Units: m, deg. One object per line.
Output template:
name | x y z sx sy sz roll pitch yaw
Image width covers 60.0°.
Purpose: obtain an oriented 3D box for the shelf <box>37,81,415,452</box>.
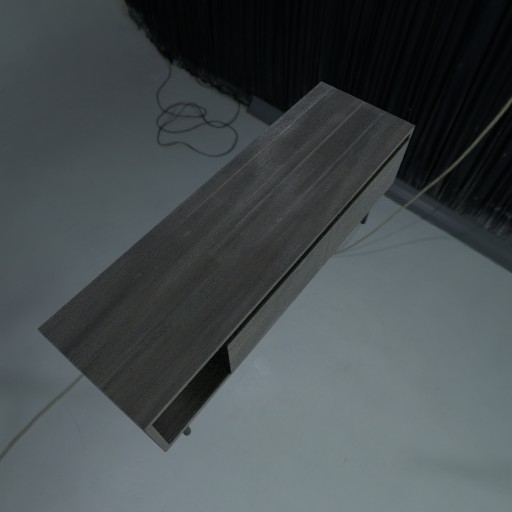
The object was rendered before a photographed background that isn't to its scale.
shelf | 0.000 0.000 1.550 0.400 0.495 1.300 34 63 20
